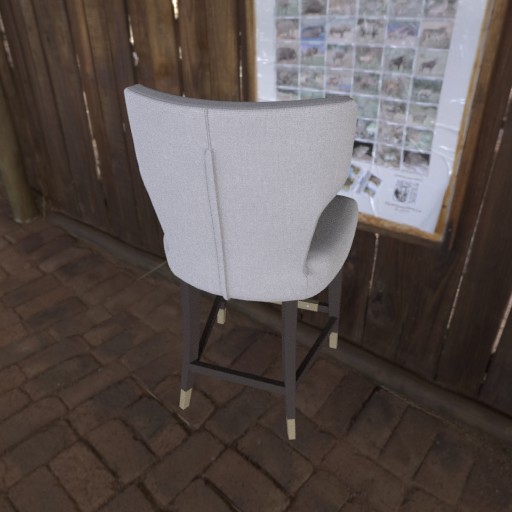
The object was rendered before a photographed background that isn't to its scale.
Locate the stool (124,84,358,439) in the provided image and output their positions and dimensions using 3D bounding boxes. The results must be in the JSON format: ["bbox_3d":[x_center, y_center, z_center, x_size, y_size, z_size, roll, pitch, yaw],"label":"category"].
[{"bbox_3d":[0.000,0.000,1.306,0.527,0.982,0.563,10,32,16],"label":"stool"}]
